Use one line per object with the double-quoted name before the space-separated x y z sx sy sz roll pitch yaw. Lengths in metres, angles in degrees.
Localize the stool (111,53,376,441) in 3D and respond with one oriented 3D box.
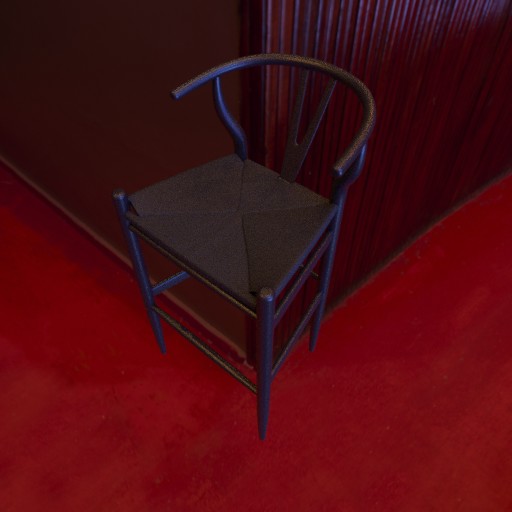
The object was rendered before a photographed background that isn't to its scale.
"stool" 0.000 0.000 1.431 0.569 1.072 0.579 32 55 27
